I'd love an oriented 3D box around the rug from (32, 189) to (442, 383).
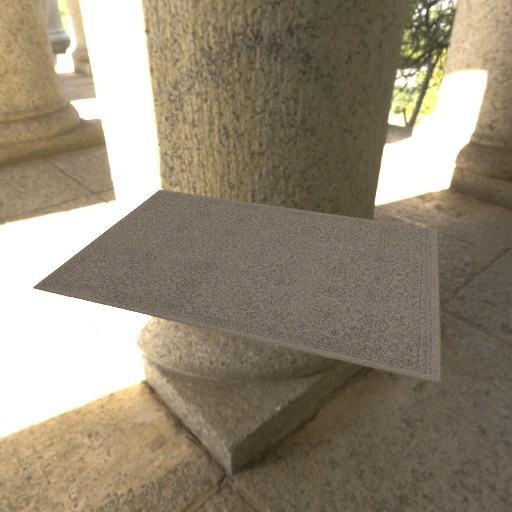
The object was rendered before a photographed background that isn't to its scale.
[{"bbox_3d":[0.000,0.000,2.922,2.286,0.011,1.524,10,33,16],"label":"rug"}]
